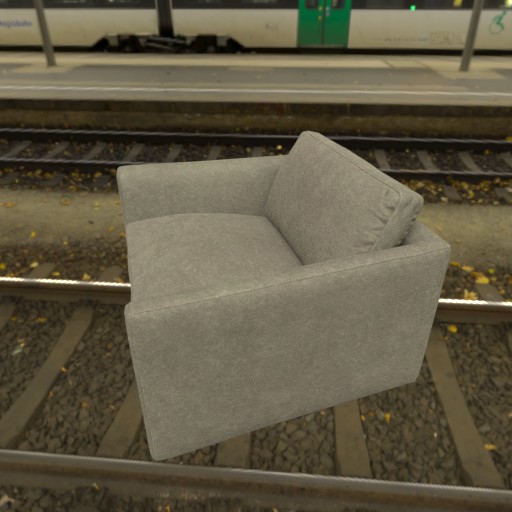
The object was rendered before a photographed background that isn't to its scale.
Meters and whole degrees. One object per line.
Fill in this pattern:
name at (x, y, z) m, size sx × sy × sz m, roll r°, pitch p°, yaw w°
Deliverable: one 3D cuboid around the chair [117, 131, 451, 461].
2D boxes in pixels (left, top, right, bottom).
chair at (0.000, 0.000, 1.877) m, size 1.091 × 0.845 × 1.190 m, roll -8°, pitch 32°, yaw -14°
